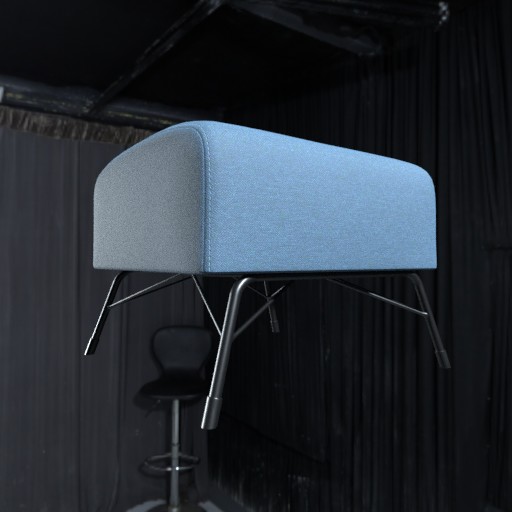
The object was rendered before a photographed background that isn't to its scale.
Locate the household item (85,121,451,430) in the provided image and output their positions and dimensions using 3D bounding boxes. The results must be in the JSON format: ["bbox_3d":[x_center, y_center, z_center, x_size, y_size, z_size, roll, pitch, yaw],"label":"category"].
[{"bbox_3d":[0.000,0.000,0.895,0.530,0.420,0.530,0,-1,-36],"label":"household item"}]
